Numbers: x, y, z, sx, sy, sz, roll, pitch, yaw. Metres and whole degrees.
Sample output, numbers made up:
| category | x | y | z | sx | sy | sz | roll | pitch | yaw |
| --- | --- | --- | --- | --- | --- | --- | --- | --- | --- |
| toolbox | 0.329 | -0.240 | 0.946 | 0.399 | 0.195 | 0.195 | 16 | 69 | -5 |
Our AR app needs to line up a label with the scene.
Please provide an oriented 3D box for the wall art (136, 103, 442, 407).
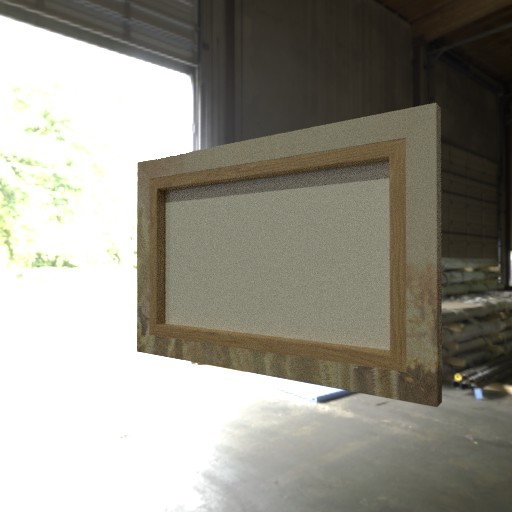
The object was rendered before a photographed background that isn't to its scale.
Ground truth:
| category | x | y | z | sx | sy | sz | roll | pitch | yaw |
| --- | --- | --- | --- | --- | --- | --- | --- | --- | --- |
| wall art | 0.000 | 0.000 | 1.167 | 0.916 | 0.608 | 0.040 | 0 | -1 | 36 |
